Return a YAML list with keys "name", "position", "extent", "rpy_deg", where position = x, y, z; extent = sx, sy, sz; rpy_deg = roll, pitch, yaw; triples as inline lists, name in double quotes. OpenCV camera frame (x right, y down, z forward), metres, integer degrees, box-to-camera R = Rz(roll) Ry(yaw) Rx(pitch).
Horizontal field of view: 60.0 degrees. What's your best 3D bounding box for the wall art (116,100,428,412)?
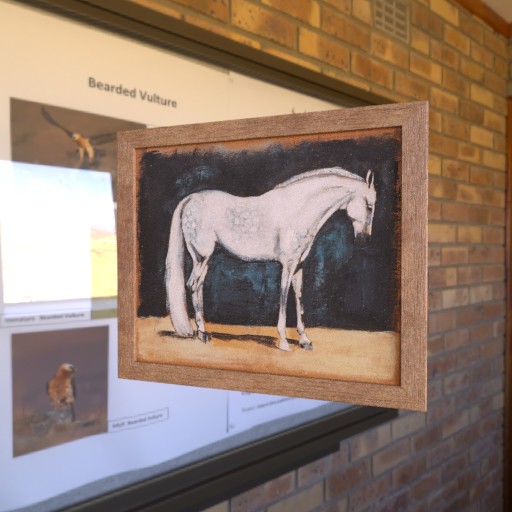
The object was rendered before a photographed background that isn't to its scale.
- name: "wall art"
  position: [0.000, 0.000, 0.956]
  extent: [0.690, 0.588, 0.026]
  rpy_deg: [0, 1, 19]
